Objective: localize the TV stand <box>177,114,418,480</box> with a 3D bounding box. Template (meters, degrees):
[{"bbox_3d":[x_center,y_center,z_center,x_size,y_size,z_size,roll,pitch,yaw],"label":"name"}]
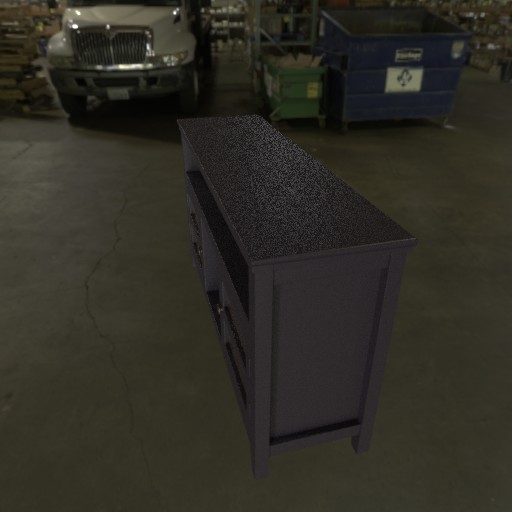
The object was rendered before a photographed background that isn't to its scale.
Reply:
[{"bbox_3d":[0.000,0.000,1.518,0.347,0.681,1.198,-8,31,-13],"label":"TV stand"}]
